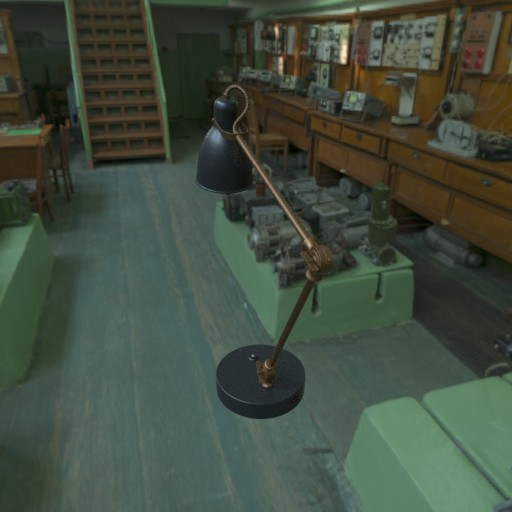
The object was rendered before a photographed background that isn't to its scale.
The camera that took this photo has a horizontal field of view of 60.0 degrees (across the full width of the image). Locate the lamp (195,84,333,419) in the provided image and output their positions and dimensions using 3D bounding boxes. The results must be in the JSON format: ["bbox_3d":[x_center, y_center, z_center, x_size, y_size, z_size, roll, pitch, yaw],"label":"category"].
[{"bbox_3d":[0.000,0.000,0.842,0.187,0.587,0.561,-8,27,-17],"label":"lamp"}]
